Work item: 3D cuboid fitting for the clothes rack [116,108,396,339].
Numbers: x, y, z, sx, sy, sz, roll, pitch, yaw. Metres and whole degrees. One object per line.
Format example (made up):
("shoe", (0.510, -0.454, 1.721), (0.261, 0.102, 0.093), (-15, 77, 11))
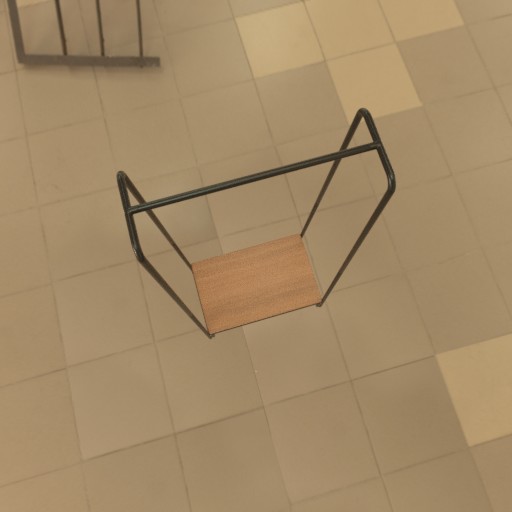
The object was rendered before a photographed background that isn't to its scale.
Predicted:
("clothes rack", (0.000, 0.000, 1.768), (0.640, 1.500, 0.400), (-16, 76, -4))
